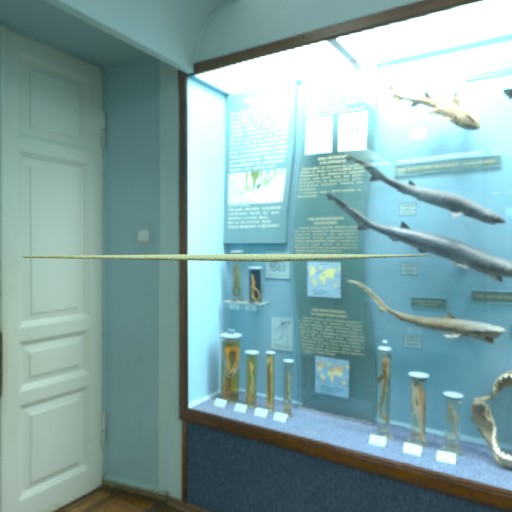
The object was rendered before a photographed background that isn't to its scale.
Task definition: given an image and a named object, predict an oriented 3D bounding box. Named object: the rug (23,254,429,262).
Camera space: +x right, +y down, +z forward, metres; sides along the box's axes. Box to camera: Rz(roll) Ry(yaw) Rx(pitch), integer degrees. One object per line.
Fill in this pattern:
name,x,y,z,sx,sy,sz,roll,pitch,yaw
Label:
rug,0.000,0.000,4.245,2.425,0.016,3.198,0,1,35
